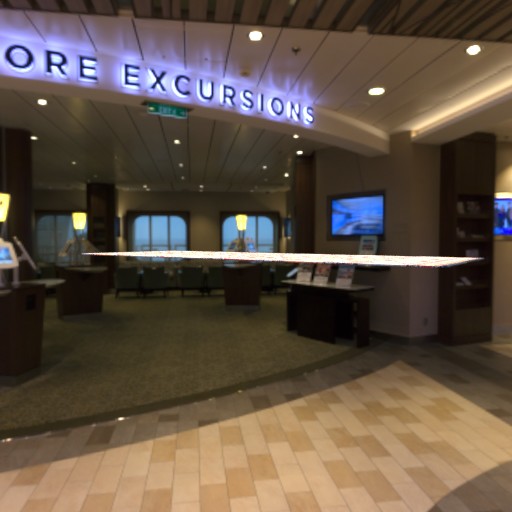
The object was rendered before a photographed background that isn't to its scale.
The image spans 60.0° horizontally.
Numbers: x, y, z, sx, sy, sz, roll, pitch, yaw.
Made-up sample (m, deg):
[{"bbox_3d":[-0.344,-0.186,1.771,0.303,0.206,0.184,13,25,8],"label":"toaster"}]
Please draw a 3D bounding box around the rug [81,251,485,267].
[{"bbox_3d":[0.000,0.000,2.674,2.362,0.008,0.832,2,3,36],"label":"rug"}]
